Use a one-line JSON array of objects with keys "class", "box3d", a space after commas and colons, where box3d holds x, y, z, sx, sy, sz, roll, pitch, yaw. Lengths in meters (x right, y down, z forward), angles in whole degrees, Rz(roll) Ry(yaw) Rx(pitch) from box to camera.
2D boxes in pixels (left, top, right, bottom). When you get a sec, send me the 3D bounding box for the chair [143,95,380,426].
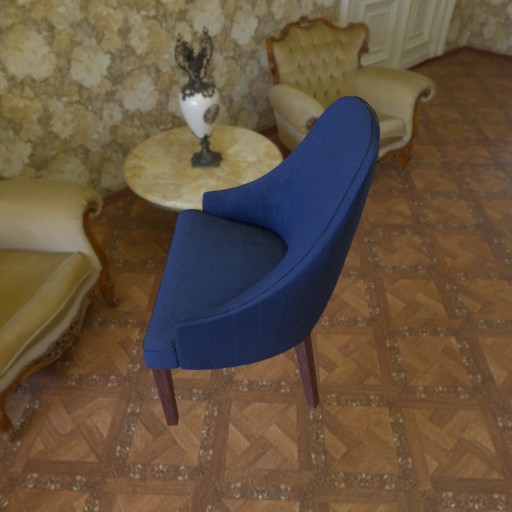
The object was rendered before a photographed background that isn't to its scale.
[{"class": "chair", "box3d": [0.000, 0.000, 1.324, 0.575, 0.889, 0.643, 1, 40, 1]}]
